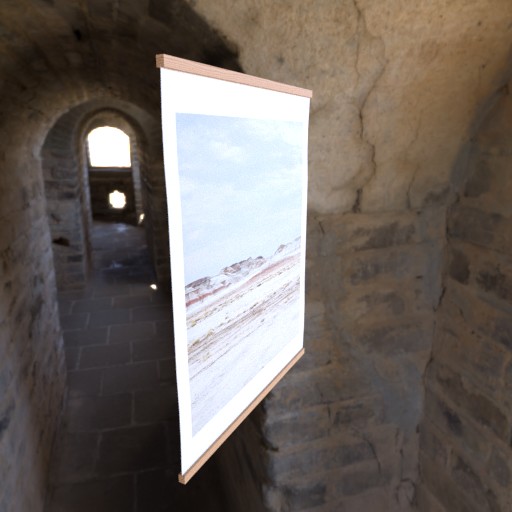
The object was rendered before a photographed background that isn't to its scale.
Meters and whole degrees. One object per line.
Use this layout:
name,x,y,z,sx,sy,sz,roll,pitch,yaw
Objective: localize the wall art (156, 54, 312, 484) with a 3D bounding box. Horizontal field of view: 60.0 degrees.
wall art,0.000,0.000,0.675,0.010,0.507,0.404,8,17,27
